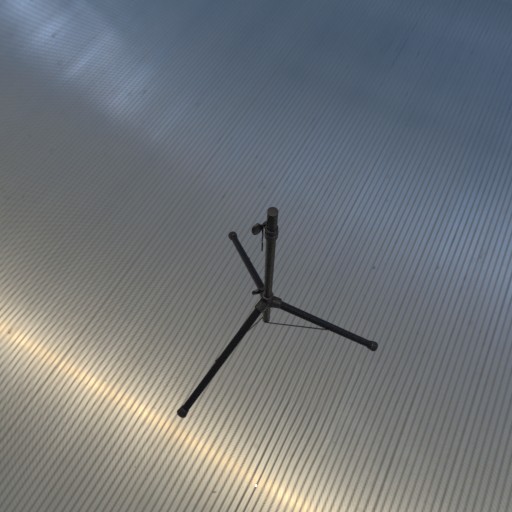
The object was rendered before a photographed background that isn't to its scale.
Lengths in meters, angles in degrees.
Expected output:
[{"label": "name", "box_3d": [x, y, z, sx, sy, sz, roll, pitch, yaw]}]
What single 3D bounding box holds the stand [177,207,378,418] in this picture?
[{"label": "stand", "box_3d": [0.000, 0.000, 1.877, 1.045, 1.136, 0.907, -15, 64, -8]}]
